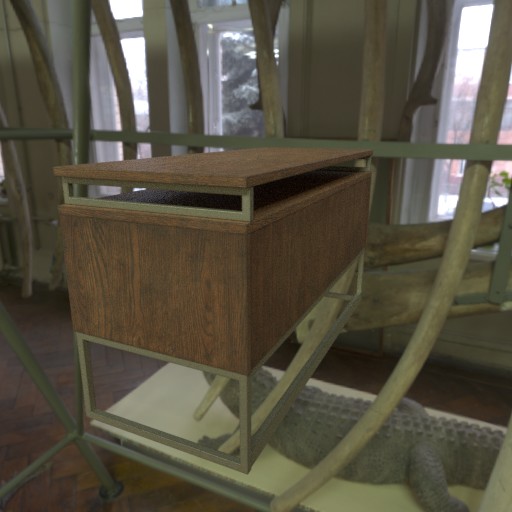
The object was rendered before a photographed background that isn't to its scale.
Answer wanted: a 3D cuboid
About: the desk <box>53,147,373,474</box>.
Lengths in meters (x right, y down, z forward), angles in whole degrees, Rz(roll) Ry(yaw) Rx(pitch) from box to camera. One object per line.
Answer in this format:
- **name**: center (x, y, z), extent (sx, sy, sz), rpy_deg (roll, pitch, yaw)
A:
- **desk**: center (0.000, 0.000, 1.790), extent (0.610, 0.792, 1.384), rpy_deg (7, 18, 24)
